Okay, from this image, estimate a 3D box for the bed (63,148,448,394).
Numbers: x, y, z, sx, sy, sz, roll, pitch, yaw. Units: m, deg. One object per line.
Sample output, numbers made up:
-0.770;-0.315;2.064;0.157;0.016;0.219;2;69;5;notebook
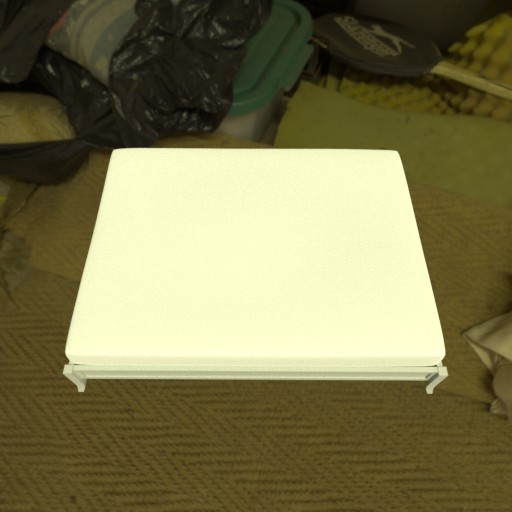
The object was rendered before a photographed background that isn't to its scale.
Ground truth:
0.000;0.000;2.848;2.108;0.510;1.604;0;58;0;bed
